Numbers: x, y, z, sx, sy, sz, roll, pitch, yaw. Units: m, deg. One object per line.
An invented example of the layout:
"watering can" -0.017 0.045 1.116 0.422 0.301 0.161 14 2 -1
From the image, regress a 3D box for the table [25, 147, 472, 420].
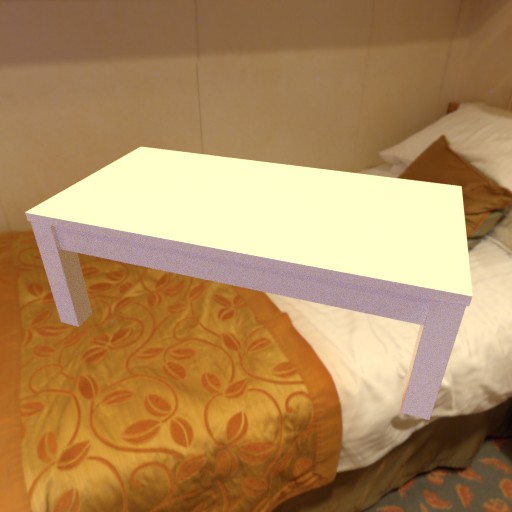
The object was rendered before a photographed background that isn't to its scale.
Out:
"table" 0.000 0.000 1.659 1.350 0.470 0.700 11 34 16
